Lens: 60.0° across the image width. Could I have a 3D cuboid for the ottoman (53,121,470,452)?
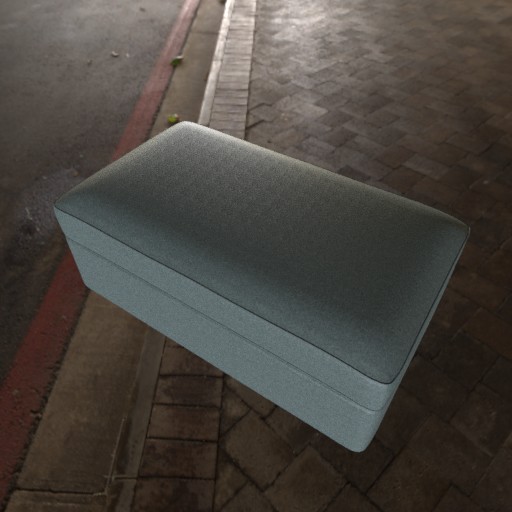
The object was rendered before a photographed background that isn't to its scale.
[{"bbox_3d":[0.000,0.000,1.528,1.173,0.494,0.681,25,50,23],"label":"ottoman"}]
